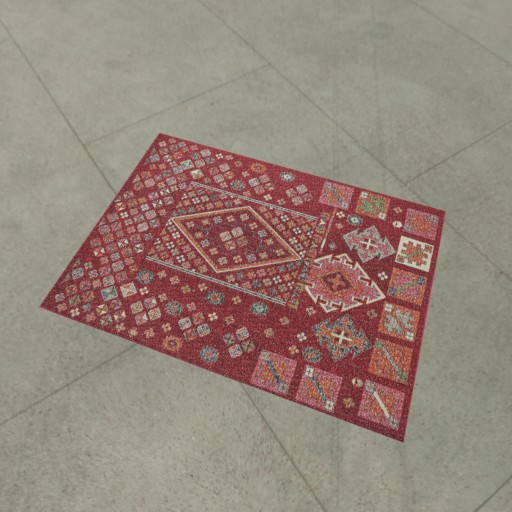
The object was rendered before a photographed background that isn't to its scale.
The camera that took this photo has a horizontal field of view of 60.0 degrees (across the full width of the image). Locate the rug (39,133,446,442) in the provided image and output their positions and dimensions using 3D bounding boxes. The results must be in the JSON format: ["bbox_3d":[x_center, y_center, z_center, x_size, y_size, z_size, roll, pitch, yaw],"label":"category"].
[{"bbox_3d":[0.000,0.000,2.840,2.184,0.007,1.579,18,60,11],"label":"rug"}]
